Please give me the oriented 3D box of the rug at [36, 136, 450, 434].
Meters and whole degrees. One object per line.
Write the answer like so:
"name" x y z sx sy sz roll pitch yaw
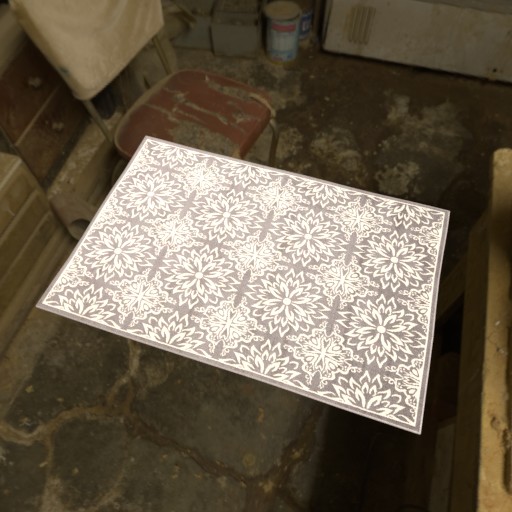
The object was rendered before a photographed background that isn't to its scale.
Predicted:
"rug" 0.000 0.000 2.293 1.847 0.012 1.224 16 60 9
